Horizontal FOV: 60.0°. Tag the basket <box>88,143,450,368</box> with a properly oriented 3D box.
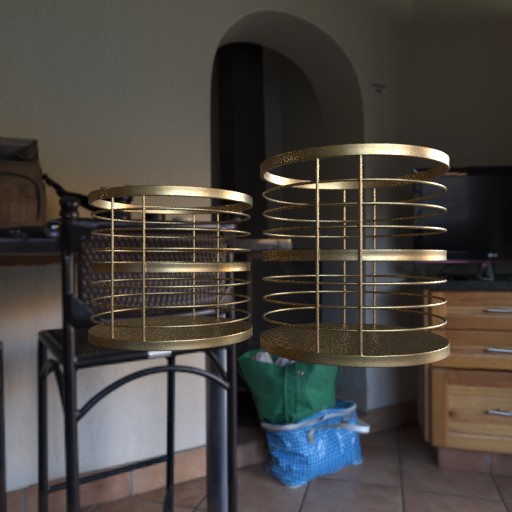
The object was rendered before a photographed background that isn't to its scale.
[{"bbox_3d":[0.000,0.000,0.929,0.746,0.351,0.356,0,0,18],"label":"basket"}]
